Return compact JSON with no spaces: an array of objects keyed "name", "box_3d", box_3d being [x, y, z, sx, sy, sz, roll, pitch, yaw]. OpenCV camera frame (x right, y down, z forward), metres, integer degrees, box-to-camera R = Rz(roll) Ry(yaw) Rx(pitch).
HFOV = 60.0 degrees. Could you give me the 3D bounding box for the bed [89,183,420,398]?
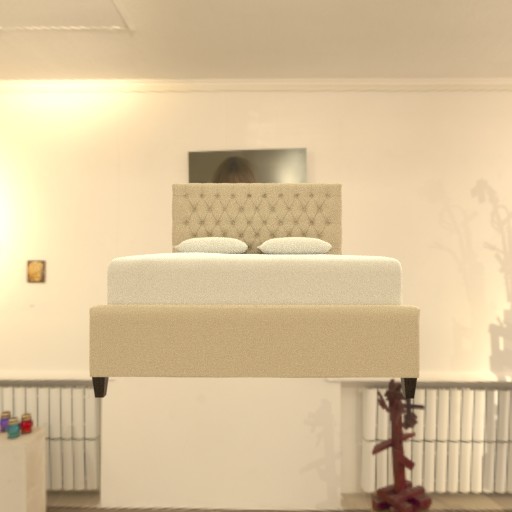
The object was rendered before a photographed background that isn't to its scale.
[{"name":"bed","box_3d":[0.000,0.000,3.329,1.696,1.426,2.233,0,0,1]}]
